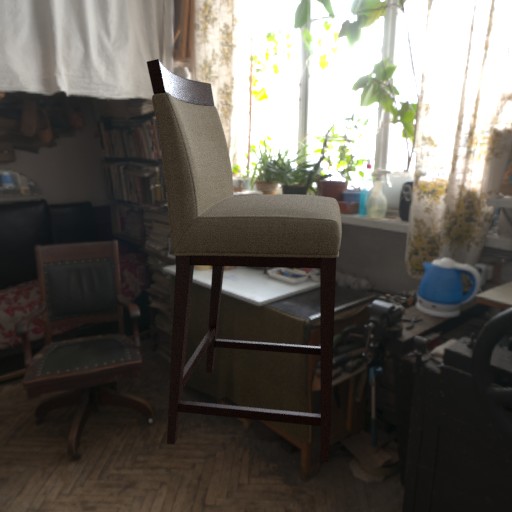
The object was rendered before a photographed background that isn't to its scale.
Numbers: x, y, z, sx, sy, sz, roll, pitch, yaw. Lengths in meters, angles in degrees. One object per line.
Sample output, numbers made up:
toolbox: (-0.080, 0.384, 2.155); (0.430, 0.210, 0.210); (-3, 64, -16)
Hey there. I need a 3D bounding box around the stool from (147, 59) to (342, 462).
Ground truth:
stool: (0.000, 0.000, 1.304); (0.480, 1.011, 0.463); (2, 15, 9)
